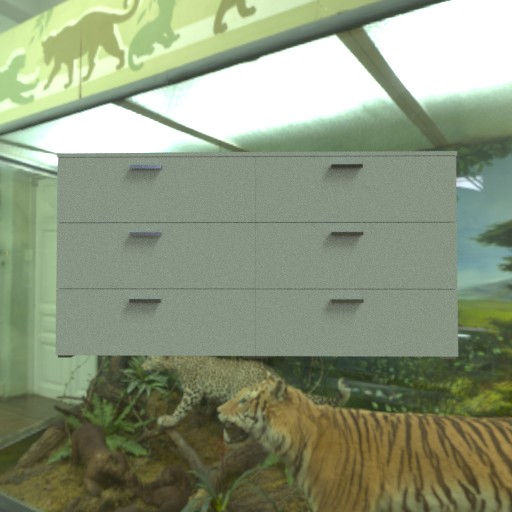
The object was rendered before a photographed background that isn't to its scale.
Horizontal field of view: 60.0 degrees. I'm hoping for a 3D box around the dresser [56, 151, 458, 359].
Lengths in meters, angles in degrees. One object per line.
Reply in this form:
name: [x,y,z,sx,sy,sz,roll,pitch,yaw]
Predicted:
dresser: [0.000,0.000,1.839,1.535,0.790,0.333,0,-1,1]
